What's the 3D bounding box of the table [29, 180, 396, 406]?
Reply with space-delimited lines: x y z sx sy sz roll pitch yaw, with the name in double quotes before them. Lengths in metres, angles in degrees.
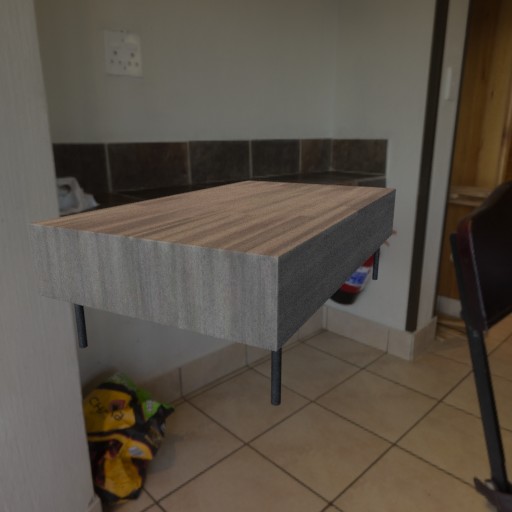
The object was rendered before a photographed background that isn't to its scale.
"table" 0.000 0.000 1.408 0.643 0.347 1.088 8 17 26
